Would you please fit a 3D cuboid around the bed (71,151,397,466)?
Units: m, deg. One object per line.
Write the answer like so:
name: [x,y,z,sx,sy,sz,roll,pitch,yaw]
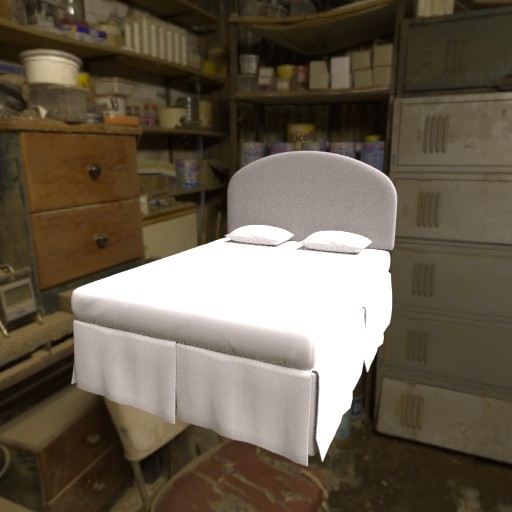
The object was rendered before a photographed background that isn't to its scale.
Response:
bed: [0.000,0.000,3.044,1.607,1.410,2.005,6,15,25]
